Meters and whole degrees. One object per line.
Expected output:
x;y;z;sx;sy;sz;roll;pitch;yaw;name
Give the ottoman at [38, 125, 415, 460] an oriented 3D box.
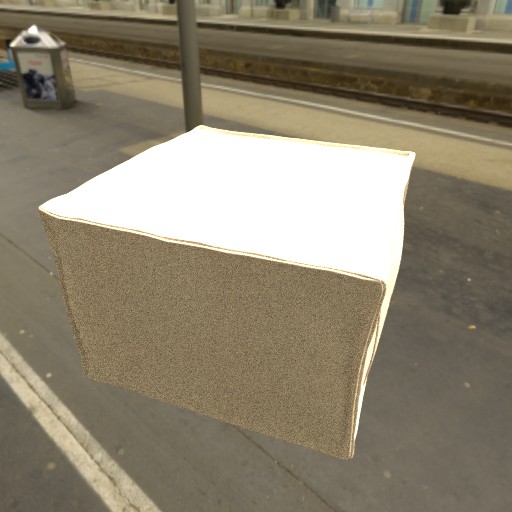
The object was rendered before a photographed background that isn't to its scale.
0.000;0.000;1.137;0.696;0.470;0.707;11;33;18;ottoman
